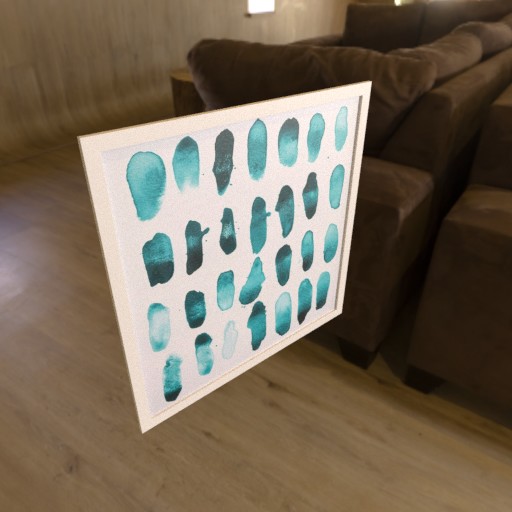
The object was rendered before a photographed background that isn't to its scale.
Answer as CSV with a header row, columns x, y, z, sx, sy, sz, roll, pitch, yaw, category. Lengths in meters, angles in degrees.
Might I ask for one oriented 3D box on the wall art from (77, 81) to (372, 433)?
x,y,z,sx,sy,sz,roll,pitch,yaw,category
0.000,0.000,0.835,0.558,0.559,0.009,-23,39,-33,wall art
